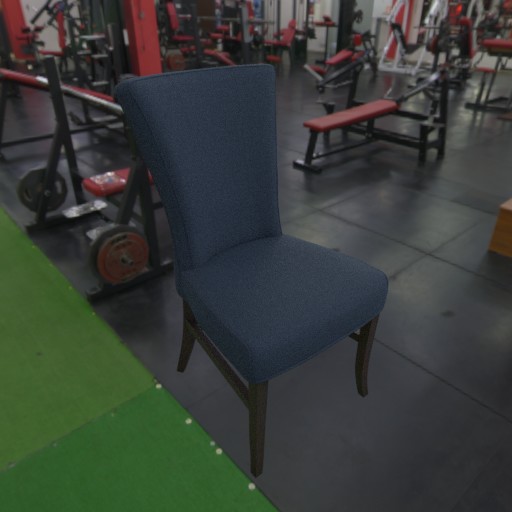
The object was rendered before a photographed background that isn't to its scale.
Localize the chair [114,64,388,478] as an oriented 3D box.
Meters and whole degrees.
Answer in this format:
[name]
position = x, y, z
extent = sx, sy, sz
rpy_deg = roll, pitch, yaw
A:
[chair]
position = 0.000, 0.000, 1.335
extent = 0.520, 0.991, 0.660
rpy_deg = -22, 37, -32
